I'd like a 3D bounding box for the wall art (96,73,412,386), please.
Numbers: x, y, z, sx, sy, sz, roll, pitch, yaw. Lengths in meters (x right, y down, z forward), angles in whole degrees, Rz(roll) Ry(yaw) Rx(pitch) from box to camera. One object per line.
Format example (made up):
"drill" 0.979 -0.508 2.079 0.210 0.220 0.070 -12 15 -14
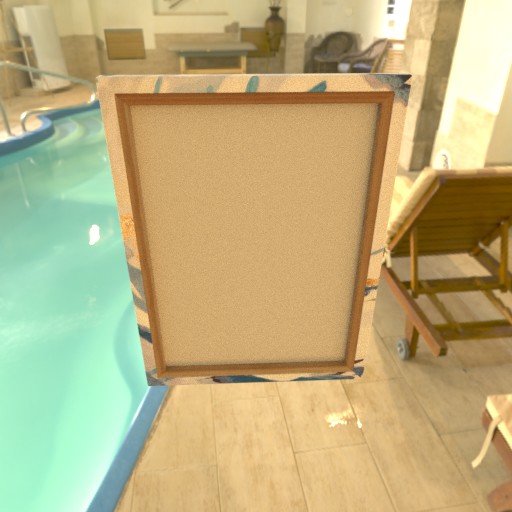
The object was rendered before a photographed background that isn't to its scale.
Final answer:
"wall art" 0.000 0.000 1.329 0.761 1.015 0.038 -1 30 -2
